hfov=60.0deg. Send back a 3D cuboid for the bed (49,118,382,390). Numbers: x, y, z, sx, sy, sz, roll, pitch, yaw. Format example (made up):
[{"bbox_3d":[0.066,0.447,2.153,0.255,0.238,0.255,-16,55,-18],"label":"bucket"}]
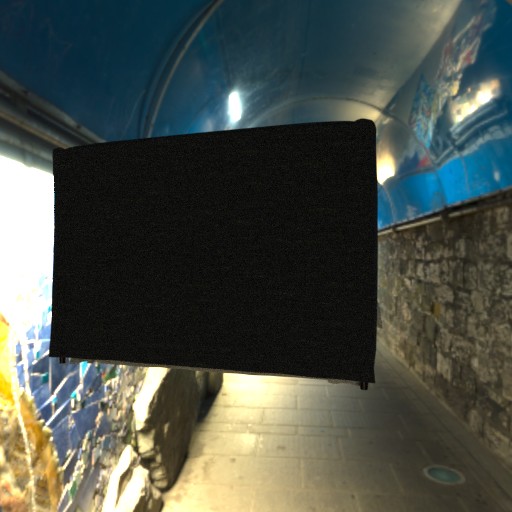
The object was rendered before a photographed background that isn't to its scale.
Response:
[{"bbox_3d":[0.000,0.000,3.470,1.925,1.332,2.276,0,-1,18],"label":"bed"}]
